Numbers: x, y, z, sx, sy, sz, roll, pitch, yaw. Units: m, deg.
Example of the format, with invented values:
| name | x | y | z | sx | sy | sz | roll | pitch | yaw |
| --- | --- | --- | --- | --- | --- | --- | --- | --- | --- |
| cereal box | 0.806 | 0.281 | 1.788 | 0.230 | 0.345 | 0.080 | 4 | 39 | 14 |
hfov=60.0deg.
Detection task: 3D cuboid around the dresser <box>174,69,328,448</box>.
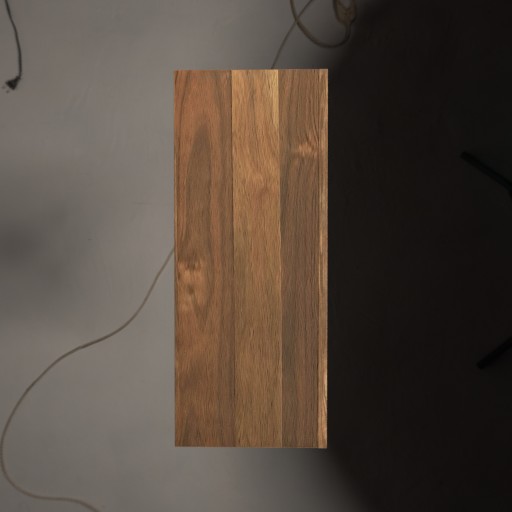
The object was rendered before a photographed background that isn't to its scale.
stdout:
| name | x | y | z | sx | sy | sz | roll | pitch | yaw |
| --- | --- | --- | --- | --- | --- | --- | --- | --- | --- |
| dresser | 0.000 | 0.000 | 1.940 | 0.442 | 1.393 | 1.062 | 0 | 91 | 1 |
